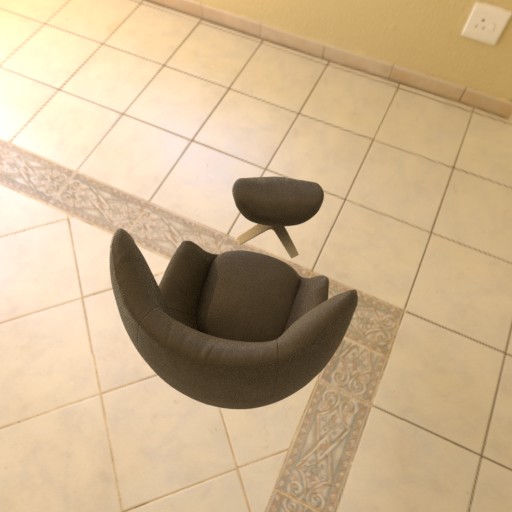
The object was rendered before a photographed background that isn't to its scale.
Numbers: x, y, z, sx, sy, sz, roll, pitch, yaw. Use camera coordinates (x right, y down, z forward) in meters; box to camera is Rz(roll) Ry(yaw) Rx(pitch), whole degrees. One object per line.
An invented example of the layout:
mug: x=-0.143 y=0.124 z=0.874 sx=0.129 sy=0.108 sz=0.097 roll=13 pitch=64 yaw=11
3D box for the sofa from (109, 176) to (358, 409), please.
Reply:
sofa: x=0.000 y=0.000 z=2.130 sx=0.894 sy=1.135 sz=1.444 roll=14 pitch=65 yaw=7
